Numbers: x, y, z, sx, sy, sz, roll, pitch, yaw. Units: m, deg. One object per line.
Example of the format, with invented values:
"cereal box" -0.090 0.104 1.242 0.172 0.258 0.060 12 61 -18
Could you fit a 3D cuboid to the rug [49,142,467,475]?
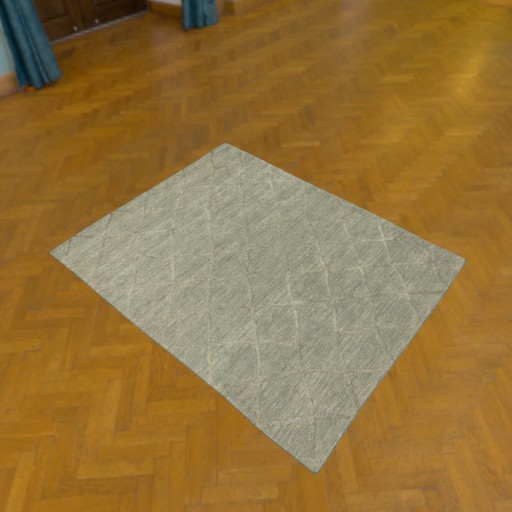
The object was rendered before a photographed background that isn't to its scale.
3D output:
"rug" 0.000 0.000 4.094 3.048 0.013 2.438 32 54 26
